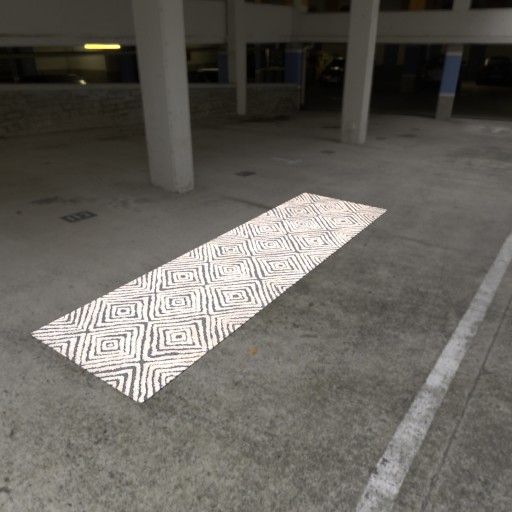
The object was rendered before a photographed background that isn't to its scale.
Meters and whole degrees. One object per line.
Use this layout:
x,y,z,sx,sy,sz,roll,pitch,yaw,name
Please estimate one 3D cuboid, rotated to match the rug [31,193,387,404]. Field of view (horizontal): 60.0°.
0.000,0.000,2.490,0.676,0.008,2.277,17,31,31,rug
